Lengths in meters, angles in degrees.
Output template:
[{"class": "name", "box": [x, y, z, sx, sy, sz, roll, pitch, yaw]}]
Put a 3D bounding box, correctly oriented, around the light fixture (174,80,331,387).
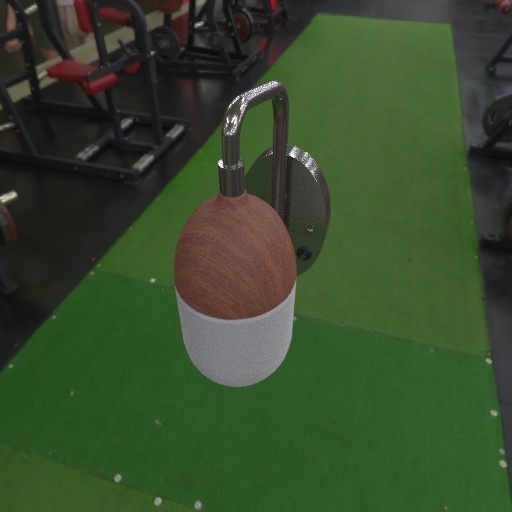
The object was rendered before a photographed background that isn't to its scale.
[{"class": "light fixture", "box": [0.000, 0.000, 0.443, 0.108, 0.343, 0.216, 13, 42, 15]}]
